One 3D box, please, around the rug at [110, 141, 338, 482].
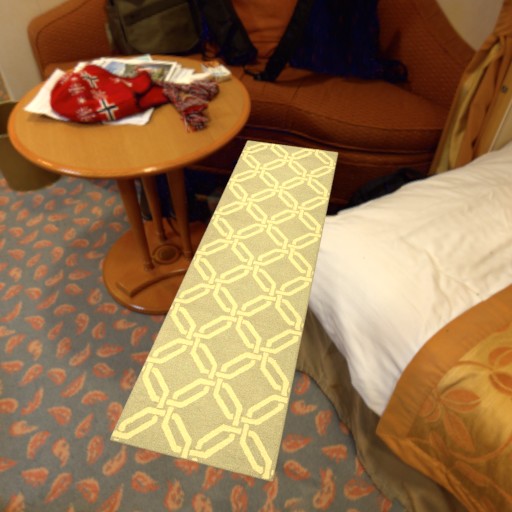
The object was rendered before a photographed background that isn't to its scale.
[{"bbox_3d":[0.000,0.000,2.504,0.678,0.014,2.276,10,47,9],"label":"rug"}]
